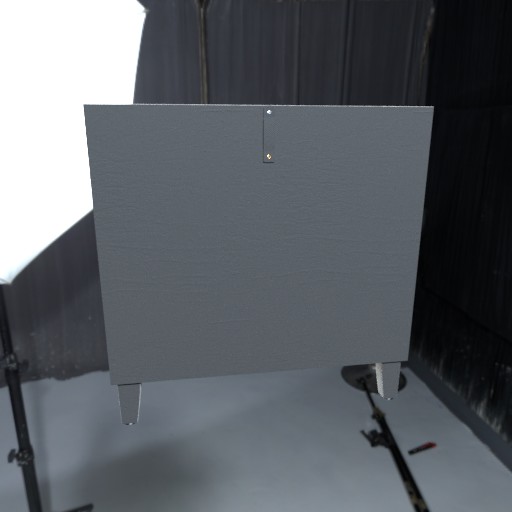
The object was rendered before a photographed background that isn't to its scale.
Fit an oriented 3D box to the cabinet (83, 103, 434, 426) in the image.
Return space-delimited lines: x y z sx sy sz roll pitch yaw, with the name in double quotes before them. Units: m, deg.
"cabinet" 0.000 0.000 1.250 0.781 0.787 0.370 -2 16 -9
